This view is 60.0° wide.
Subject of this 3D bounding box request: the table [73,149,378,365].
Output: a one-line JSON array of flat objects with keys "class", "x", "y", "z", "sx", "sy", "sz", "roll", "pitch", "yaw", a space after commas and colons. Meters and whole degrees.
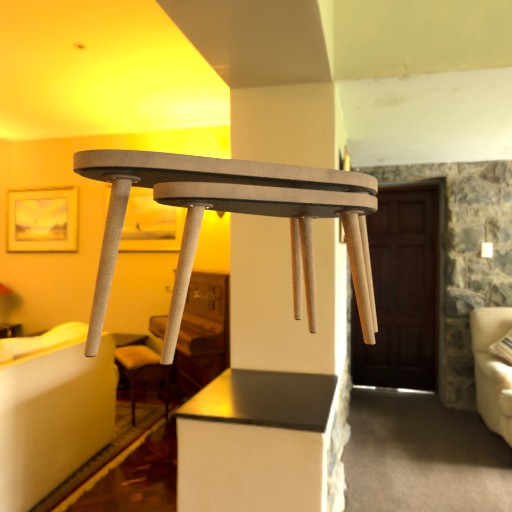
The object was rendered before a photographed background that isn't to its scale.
[{"class": "table", "x": 0.000, "y": 0.000, "z": 1.569, "sx": 1.190, "sy": 0.595, "sz": 0.701, "roll": 0, "pitch": 0, "yaw": -36}]
